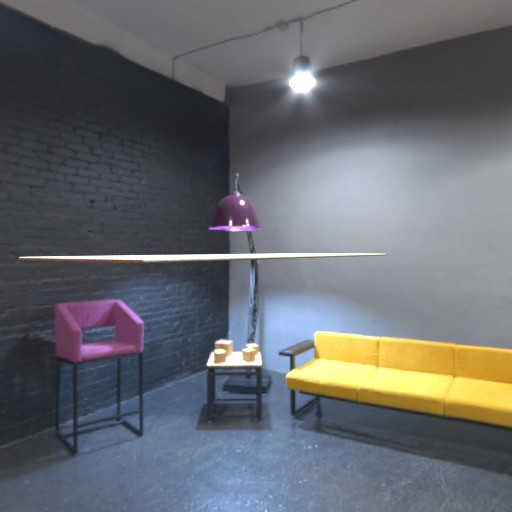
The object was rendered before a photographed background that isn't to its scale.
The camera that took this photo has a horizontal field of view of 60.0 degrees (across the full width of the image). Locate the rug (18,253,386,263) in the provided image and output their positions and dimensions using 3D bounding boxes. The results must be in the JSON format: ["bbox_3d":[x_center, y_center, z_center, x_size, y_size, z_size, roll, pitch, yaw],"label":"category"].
[{"bbox_3d":[0.000,0.000,2.661,0.793,0.014,2.450,1,1,34],"label":"rug"}]
